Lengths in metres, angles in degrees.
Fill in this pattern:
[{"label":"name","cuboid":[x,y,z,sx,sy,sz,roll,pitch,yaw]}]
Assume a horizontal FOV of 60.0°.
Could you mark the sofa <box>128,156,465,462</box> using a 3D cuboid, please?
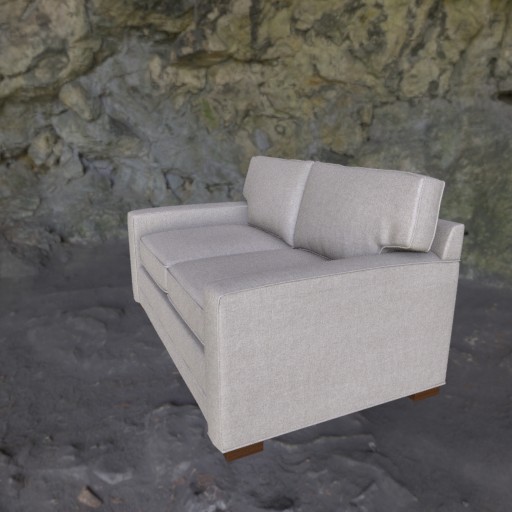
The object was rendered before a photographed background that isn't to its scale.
[{"label":"sofa","cuboid":[0.000,0.000,2.067,0.940,0.853,1.484,-7,17,-24]}]
